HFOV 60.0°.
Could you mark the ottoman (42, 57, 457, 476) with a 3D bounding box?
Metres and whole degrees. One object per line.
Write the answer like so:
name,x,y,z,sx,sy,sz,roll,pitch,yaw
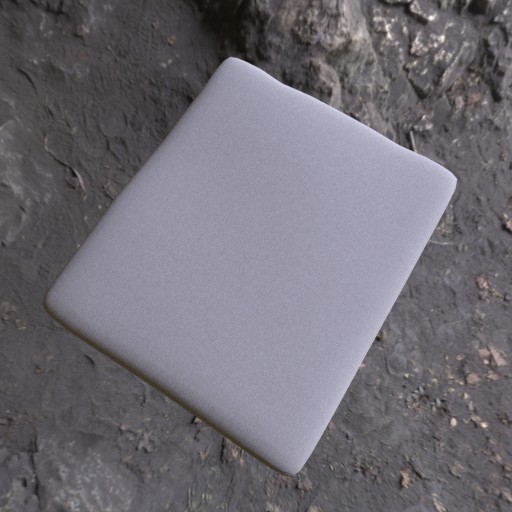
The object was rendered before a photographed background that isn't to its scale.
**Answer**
ottoman,0.000,0.000,1.431,0.836,0.492,0.976,31,77,8
